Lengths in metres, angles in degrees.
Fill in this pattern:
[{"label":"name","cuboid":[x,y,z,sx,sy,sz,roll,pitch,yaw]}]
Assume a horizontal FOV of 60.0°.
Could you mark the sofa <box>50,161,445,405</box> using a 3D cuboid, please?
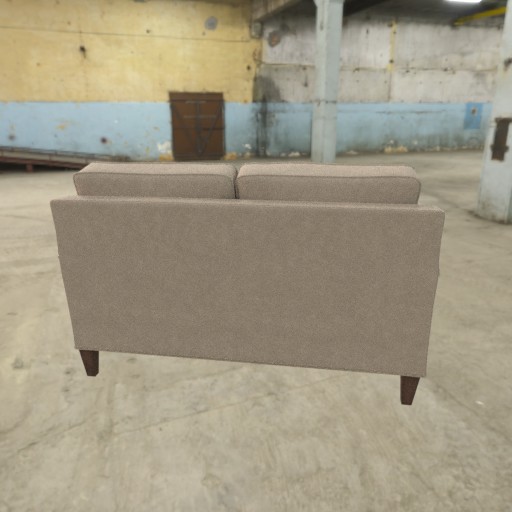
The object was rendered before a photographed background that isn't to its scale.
[{"label":"sofa","cuboid":[0.000,0.000,2.249,1.597,1.002,1.084,3,17,8]}]
